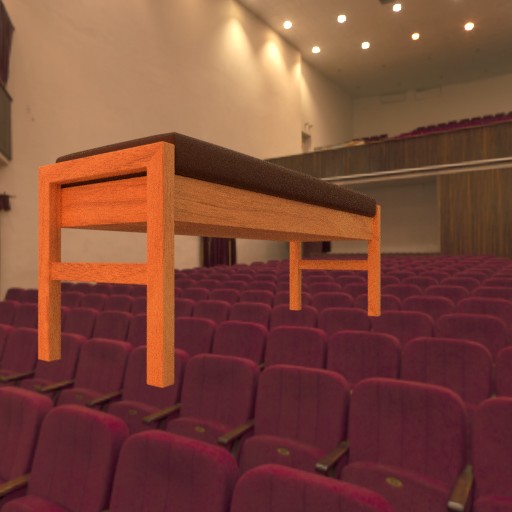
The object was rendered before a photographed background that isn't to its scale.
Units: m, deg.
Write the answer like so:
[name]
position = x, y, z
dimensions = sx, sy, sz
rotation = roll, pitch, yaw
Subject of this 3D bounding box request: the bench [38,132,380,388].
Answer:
[bench]
position = 0.000, 0.000, 1.408
dimensions = 0.405, 0.480, 1.200
rotation = 0, 0, 34
